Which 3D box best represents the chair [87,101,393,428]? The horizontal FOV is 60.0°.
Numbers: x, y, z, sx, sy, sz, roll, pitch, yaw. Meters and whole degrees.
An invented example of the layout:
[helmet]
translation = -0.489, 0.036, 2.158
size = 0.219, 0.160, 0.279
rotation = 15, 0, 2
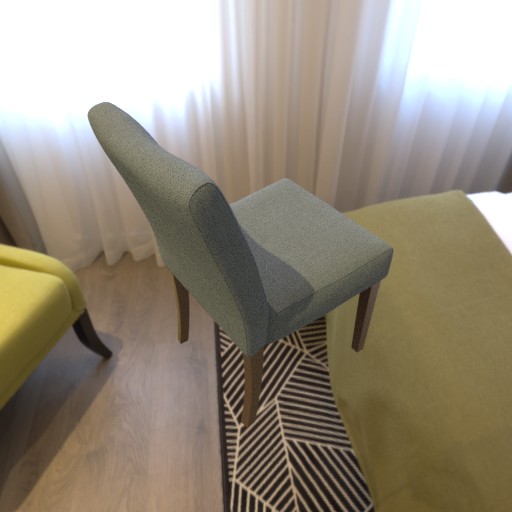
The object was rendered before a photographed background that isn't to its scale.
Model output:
[chair]
translation = 0.000, 0.000, 1.244
size = 0.629, 0.882, 0.487
rotation = -27, 48, -27
